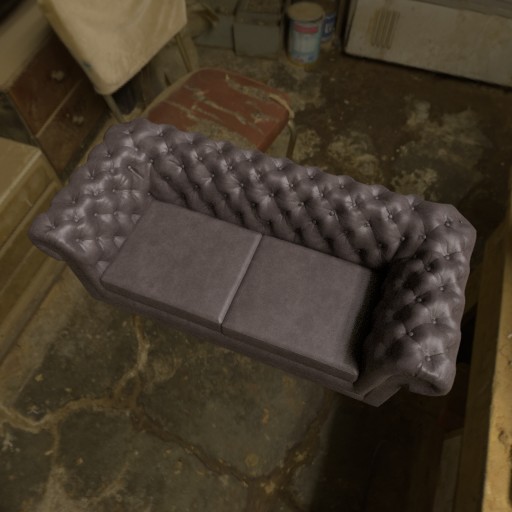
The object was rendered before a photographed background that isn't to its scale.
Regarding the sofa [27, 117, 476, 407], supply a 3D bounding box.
[{"bbox_3d":[0.000,0.000,2.411,2.048,0.779,0.944,19,61,11],"label":"sofa"}]
